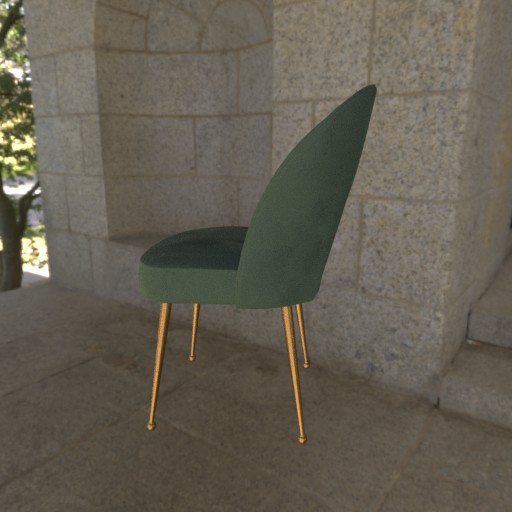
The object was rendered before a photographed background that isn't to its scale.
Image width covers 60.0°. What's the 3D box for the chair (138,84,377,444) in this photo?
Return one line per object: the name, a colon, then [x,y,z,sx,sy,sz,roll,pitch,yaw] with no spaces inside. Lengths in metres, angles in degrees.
chair: [0.000,0.000,1.211,0.577,0.860,0.527,2,14,8]
